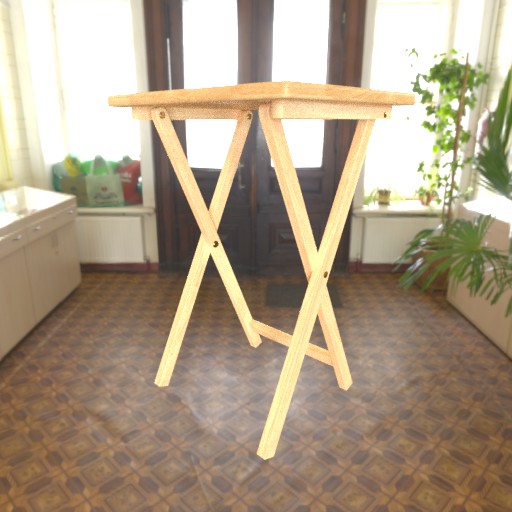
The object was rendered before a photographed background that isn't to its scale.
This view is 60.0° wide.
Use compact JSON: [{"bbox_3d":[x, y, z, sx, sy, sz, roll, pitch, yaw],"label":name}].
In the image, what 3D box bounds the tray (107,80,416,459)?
[{"bbox_3d":[0.000,0.000,0.962,0.483,0.660,0.381,16,23,42],"label":"tray"}]
